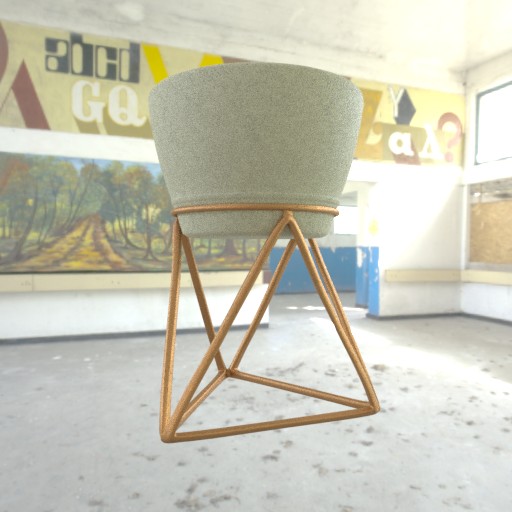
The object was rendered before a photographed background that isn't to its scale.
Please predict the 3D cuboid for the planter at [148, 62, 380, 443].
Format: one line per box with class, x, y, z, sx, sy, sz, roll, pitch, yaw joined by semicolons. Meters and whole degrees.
planter;0.000;0.000;0.745;0.350;0.504;0.350;0;1;-19
